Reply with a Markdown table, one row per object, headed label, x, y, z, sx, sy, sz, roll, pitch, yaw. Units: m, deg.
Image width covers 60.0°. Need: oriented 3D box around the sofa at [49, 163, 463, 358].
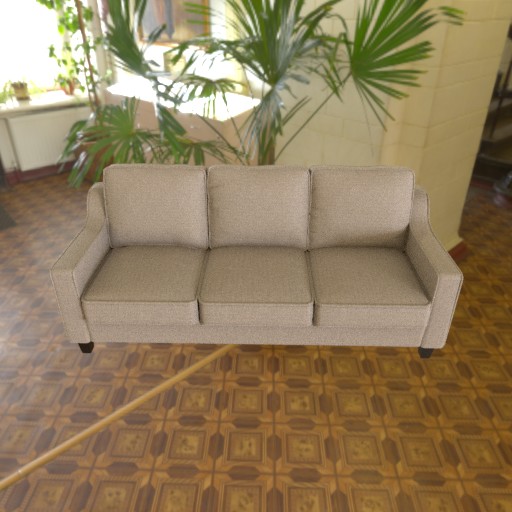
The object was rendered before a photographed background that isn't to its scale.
| label | x | y | z | sx | sy | sz | roll | pitch | yaw |
| --- | --- | --- | --- | --- | --- | --- | --- | --- | --- |
| sofa | 0.000 | 0.000 | 2.674 | 2.129 | 0.950 | 0.899 | 1 | 30 | 1 |
